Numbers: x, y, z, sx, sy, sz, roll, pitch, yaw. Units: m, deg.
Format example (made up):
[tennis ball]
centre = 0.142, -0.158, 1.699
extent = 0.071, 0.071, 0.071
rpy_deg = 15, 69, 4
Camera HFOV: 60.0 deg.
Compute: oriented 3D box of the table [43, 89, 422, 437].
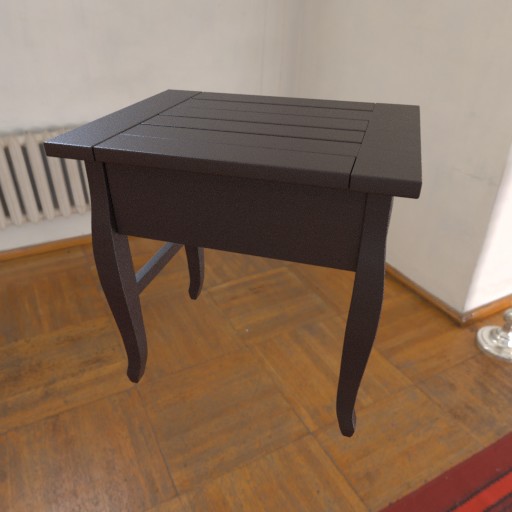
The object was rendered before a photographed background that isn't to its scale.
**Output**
[table]
centre = 0.000, 0.000, 1.006
extent = 0.602, 0.605, 0.460
rpy_deg = 9, 33, 15
